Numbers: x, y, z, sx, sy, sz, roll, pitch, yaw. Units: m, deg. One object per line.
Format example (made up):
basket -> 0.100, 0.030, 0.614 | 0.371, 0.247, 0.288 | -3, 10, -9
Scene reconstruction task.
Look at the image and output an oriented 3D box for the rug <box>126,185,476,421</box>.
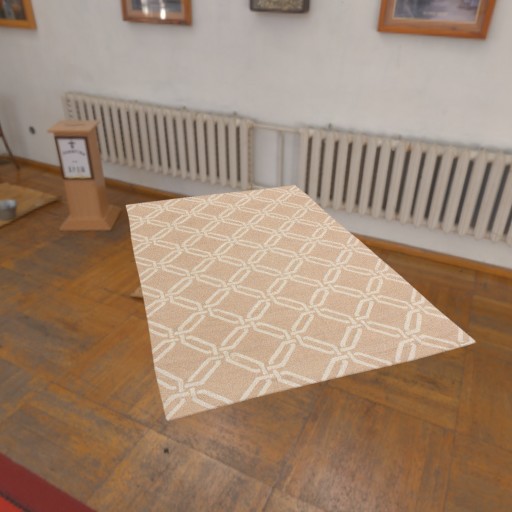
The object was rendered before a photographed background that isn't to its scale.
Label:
rug -> 0.000, 0.000, 2.190 | 1.146, 0.010, 1.745 | -9, 31, -16
